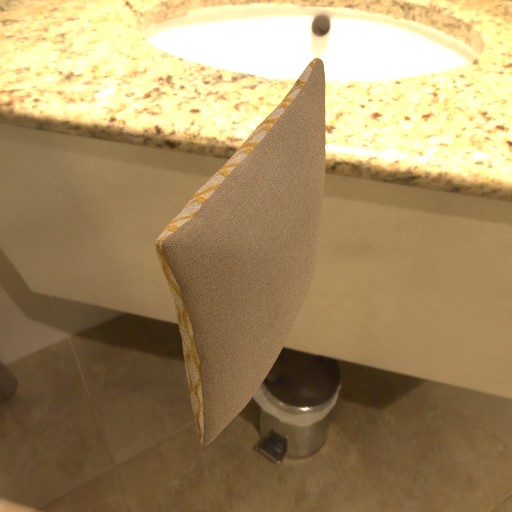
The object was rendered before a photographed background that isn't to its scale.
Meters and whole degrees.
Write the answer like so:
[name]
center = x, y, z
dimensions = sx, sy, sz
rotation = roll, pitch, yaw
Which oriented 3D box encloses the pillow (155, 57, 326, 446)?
[pillow]
center = 0.000, 0.000, 0.662
dimensions = 0.159, 0.436, 0.429
rotation = 17, 49, 15
